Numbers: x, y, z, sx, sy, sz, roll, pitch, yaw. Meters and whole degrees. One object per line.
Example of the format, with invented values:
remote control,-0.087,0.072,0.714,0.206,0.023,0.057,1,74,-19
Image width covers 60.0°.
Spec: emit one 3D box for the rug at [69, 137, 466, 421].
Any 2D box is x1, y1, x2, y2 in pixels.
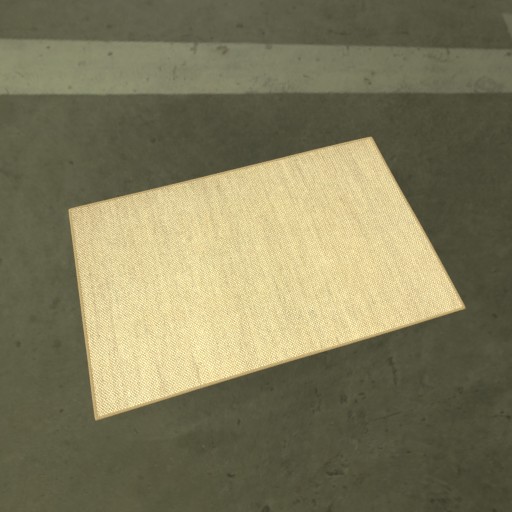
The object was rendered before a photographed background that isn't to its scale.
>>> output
rug,0.000,0.000,2.123,1.667,0.013,1.062,-15,64,-8
